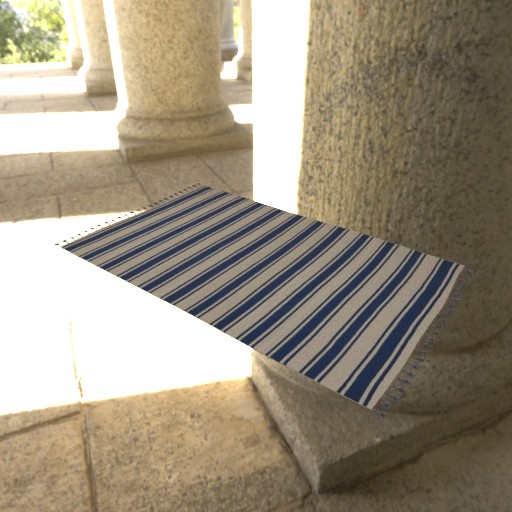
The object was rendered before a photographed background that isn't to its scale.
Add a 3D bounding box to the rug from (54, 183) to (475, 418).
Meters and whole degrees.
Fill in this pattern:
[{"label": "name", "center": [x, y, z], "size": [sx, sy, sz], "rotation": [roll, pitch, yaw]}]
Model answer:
[{"label": "rug", "center": [0.000, 0.000, 2.529], "size": [2.108, 0.009, 1.248], "rotation": [21, 37, 31]}]
